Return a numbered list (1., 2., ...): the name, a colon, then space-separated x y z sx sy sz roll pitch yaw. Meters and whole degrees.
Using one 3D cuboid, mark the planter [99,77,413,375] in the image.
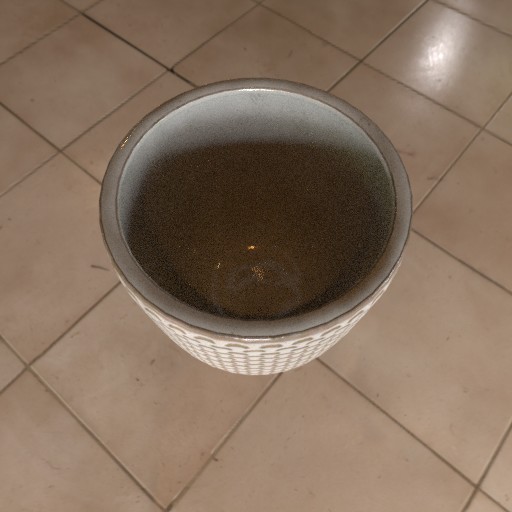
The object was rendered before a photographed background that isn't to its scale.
1. planter: 0.000 0.000 0.359 0.197 0.191 0.197 0 63 0
